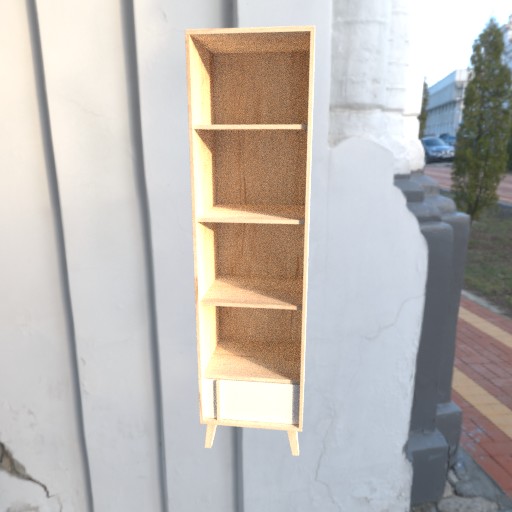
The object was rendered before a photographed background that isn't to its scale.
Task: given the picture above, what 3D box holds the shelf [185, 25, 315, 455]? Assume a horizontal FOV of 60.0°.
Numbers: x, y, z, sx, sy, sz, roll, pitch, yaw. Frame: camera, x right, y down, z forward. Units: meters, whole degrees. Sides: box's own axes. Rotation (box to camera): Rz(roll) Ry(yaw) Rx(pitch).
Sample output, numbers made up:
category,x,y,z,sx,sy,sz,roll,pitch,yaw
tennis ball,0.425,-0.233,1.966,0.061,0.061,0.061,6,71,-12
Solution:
category,x,y,z,sx,sy,sz,roll,pitch,yaw
shelf,0.000,0.000,2.194,0.510,1.960,0.450,2,15,7
